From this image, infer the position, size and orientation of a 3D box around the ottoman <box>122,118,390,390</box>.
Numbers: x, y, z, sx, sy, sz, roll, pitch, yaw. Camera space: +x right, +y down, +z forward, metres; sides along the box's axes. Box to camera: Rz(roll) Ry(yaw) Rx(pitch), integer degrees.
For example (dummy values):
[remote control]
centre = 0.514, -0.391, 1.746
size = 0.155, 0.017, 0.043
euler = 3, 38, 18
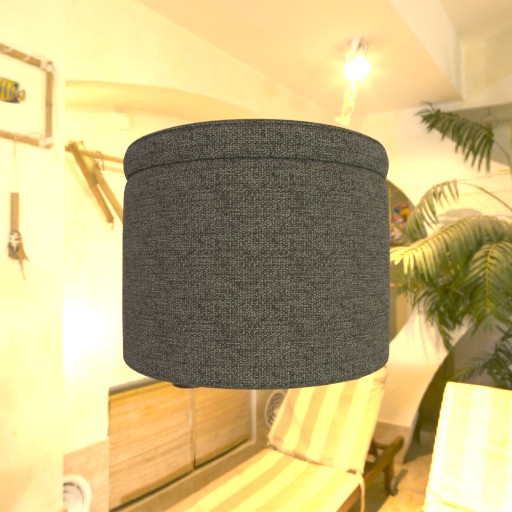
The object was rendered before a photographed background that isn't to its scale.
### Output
[ottoman]
centre = 0.000, 0.000, 0.899
size = 0.520, 0.430, 0.520
euler = 0, -1, 0
